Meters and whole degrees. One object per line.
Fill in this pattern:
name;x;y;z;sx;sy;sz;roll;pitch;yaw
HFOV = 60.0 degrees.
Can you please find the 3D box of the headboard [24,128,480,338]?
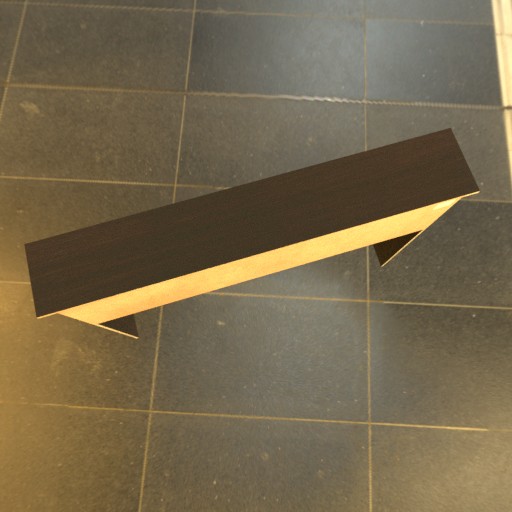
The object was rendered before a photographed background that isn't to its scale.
headboard;0.000;0.000;2.161;1.671;1.092;0.279;-16;75;-4
